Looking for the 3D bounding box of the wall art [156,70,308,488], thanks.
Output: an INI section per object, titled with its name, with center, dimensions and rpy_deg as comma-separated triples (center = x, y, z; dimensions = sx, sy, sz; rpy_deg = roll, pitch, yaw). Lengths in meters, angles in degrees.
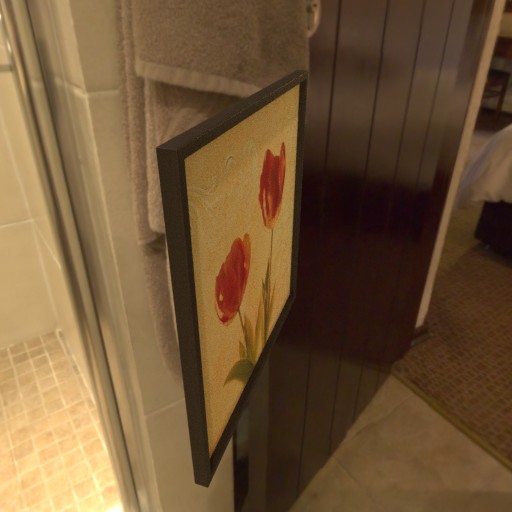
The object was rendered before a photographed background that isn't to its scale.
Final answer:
[wall art]
center = 0.000, 0.000, 1.167
dimensions = 0.043, 0.807, 0.805
rpy_deg = 10, 32, 16
